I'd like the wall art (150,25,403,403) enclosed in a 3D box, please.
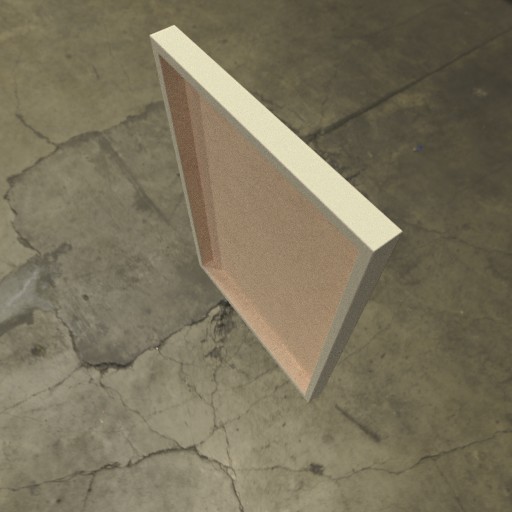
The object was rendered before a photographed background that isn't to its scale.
[{"bbox_3d":[0.000,0.000,0.764,0.038,0.608,0.418,-33,64,-18],"label":"wall art"}]
